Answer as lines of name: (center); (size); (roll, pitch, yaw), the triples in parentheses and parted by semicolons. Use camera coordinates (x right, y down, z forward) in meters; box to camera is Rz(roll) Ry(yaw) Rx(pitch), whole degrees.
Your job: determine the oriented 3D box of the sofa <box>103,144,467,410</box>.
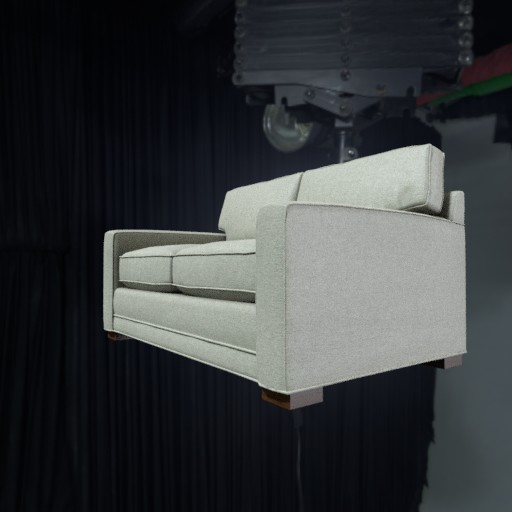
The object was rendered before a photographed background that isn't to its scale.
sofa: (0.000, 0.000, 2.032); (0.940, 0.853, 1.484); (1, -1, -37)
